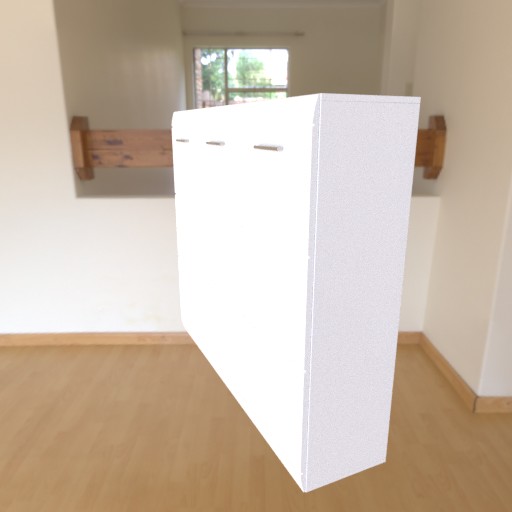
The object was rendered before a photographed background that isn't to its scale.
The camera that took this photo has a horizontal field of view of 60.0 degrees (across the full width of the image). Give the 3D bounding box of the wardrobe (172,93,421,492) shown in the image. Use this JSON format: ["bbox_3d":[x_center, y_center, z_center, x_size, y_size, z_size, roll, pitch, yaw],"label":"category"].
[{"bbox_3d":[0.000,0.000,1.876,0.360,1.200,1.340,-7,18,-24],"label":"wardrobe"}]
